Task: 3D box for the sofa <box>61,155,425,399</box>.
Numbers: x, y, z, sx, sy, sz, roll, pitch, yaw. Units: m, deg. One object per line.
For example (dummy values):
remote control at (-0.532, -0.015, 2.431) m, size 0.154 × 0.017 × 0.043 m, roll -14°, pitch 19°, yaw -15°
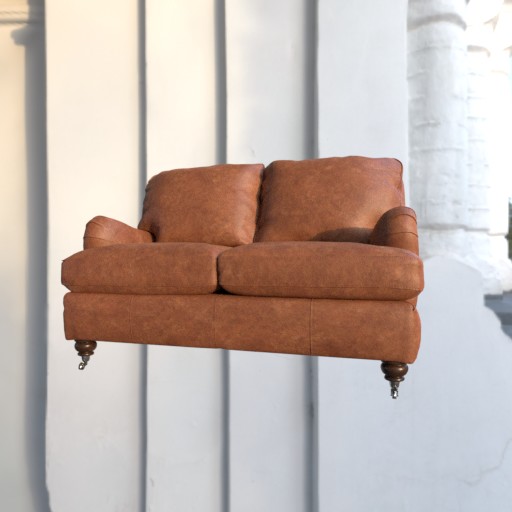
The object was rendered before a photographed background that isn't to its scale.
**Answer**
sofa at (0.000, 0.000, 2.215) m, size 1.527 × 1.004 × 1.077 m, roll 0°, pitch 0°, yaw 17°
